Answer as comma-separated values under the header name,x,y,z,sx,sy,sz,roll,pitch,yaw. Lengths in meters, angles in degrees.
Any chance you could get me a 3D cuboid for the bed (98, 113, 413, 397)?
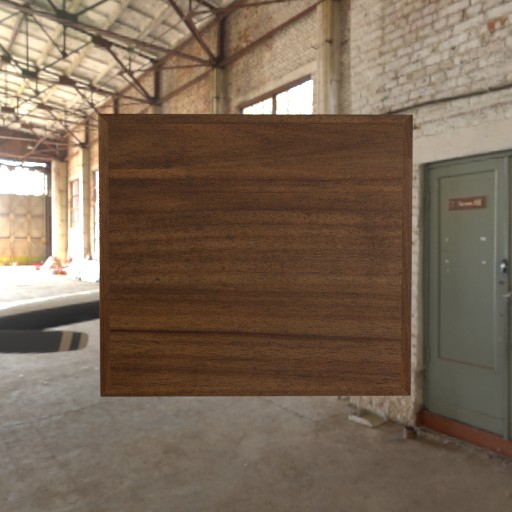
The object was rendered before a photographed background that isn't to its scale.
name,x,y,z,sx,sy,sz,roll,pitch,yaw
bed,0.000,0.000,1.496,1.041,0.940,0.043,0,1,-1
